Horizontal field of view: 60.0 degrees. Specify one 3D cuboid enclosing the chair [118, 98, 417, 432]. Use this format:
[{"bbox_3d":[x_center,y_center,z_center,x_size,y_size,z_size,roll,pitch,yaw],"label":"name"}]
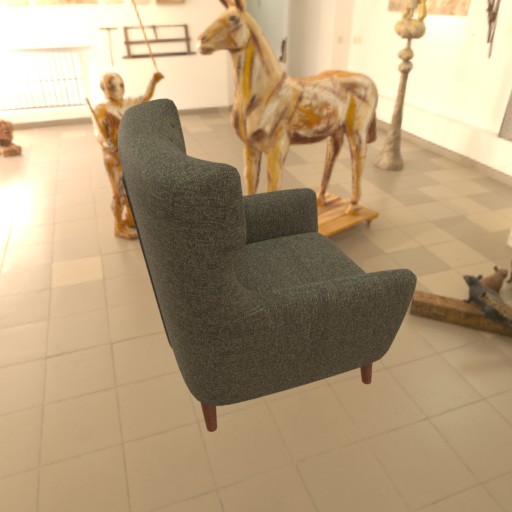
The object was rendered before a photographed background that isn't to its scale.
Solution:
[{"bbox_3d":[0.000,0.000,1.731,0.904,1.063,0.878,-11,33,-17],"label":"chair"}]
